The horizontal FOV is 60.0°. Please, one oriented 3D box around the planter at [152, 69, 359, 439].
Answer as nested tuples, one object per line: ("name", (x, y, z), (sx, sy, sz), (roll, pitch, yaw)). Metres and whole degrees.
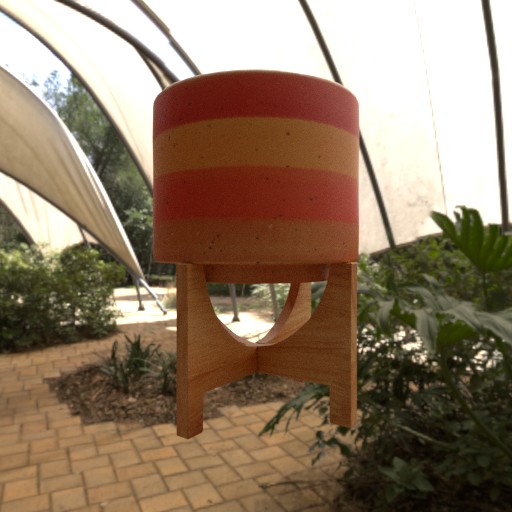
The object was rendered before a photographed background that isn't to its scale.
("planter", (0.000, 0.000, 0.571), (0.269, 0.379, 0.269), (0, 1, 0))
